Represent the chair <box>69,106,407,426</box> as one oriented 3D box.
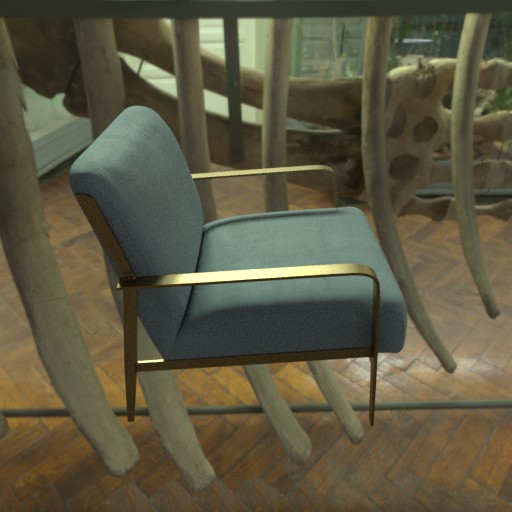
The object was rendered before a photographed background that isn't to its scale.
[{"bbox_3d":[0.000,0.000,1.432,0.842,0.824,0.701,0,32,0],"label":"chair"}]
